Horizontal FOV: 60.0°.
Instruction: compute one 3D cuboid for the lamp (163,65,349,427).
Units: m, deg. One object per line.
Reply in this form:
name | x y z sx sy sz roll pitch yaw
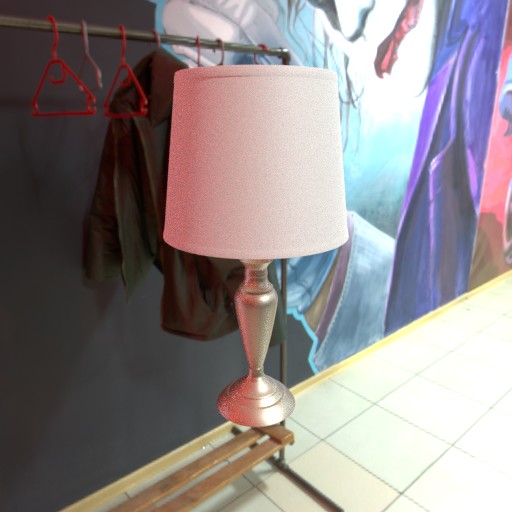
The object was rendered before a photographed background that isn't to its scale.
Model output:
lamp | 0.000 0.000 0.813 0.328 0.619 0.328 0 17 0
